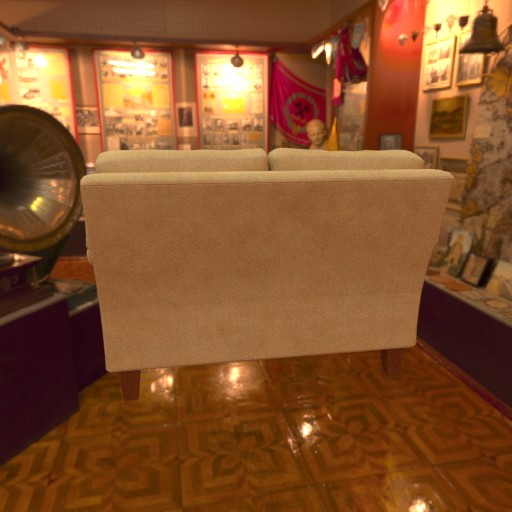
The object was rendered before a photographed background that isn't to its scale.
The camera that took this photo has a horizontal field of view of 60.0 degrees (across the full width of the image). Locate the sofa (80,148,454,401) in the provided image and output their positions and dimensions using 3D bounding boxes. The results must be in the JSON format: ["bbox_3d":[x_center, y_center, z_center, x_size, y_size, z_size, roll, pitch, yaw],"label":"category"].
[{"bbox_3d":[0.000,0.000,2.276,1.498,1.087,1.086,-3,15,-10],"label":"sofa"}]
